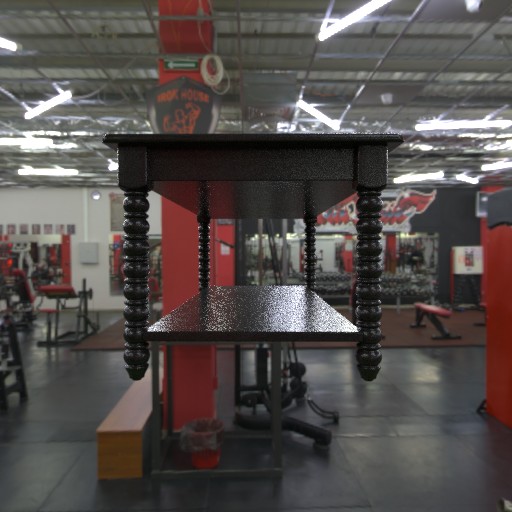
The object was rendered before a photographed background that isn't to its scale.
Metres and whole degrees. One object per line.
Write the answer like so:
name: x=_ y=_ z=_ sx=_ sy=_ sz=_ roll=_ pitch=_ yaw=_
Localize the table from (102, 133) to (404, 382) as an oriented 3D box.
table: x=0.000 y=0.000 z=1.428 sx=0.580 sy=0.487 sz=1.171 roll=0 pitch=1 yaw=1
